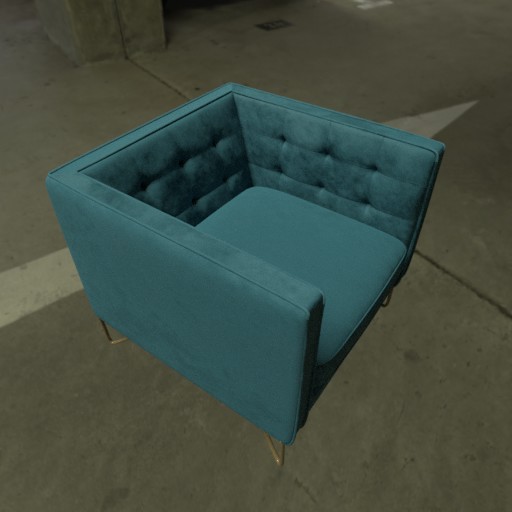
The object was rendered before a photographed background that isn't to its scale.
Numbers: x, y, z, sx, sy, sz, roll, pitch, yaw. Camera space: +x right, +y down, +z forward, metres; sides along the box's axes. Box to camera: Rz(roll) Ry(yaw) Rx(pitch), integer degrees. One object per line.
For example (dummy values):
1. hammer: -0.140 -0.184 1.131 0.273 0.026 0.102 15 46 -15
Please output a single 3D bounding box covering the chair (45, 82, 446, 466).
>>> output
1. chair: 0.000 0.000 1.567 0.894 0.790 0.880 26 48 26
